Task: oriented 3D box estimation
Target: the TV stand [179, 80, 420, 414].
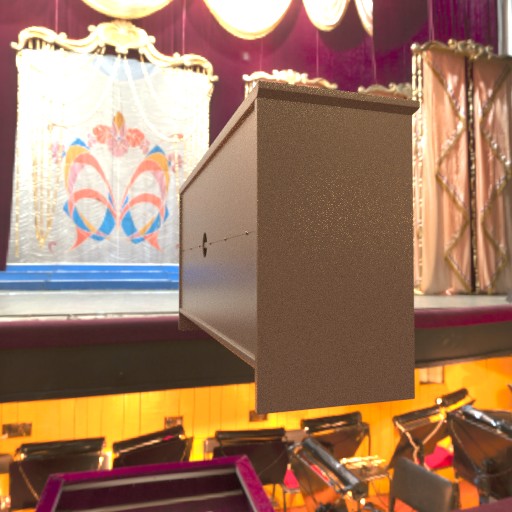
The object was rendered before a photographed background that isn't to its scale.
[{"bbox_3d":[0.000,0.000,1.400,0.344,0.603,1.167,0,-2,-17],"label":"TV stand"}]
